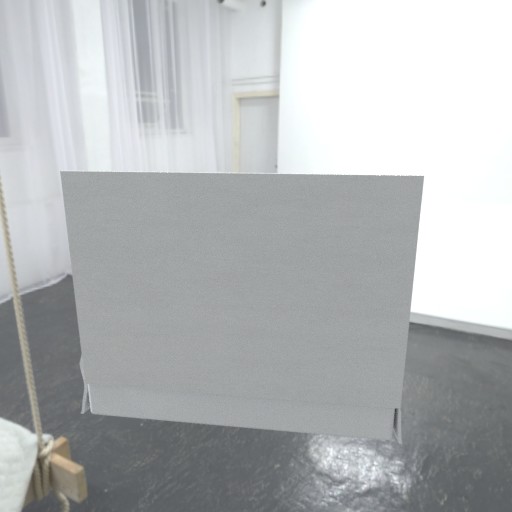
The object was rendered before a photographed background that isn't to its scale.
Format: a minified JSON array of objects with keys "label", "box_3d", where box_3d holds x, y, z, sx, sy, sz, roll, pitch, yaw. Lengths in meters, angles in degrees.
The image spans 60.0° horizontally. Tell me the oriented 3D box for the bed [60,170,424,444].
[{"label":"bed","box_3d":[0.000,0.000,3.106,1.745,1.335,2.094,2,16,8]}]
